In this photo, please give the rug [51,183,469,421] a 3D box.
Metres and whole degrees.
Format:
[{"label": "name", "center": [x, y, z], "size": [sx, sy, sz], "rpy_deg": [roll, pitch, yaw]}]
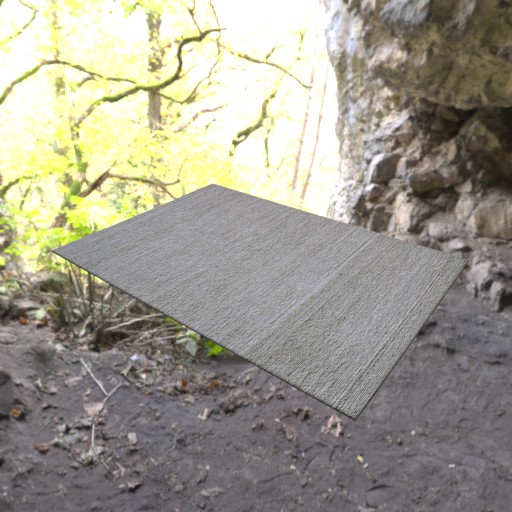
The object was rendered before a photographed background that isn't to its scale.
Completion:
[{"label": "rug", "center": [0.000, 0.000, 2.938], "size": [2.270, 0.017, 1.606], "rpy_deg": [21, 36, 32]}]
